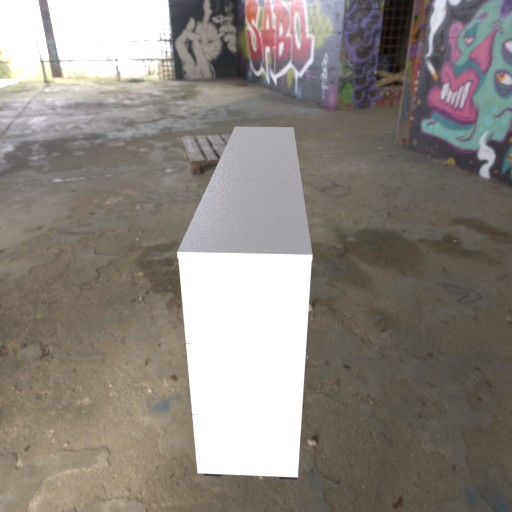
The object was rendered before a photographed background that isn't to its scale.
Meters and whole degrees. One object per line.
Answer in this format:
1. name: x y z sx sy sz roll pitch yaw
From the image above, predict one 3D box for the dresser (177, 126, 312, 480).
1. dresser: 0.000 0.000 1.896 0.333 0.790 1.535 1 27 2
